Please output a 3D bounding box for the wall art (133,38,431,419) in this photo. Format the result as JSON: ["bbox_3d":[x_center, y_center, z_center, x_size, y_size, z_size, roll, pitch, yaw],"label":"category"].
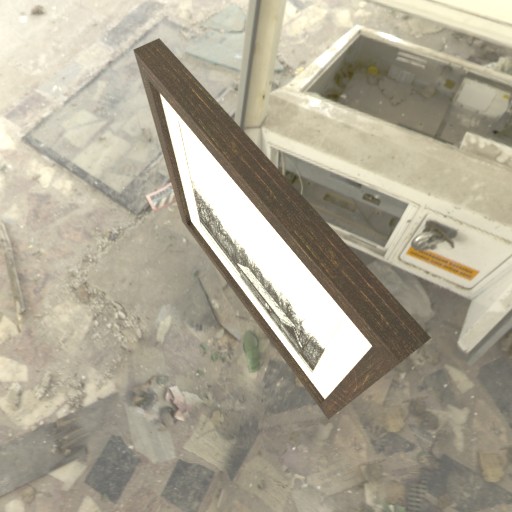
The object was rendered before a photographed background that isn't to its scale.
[{"bbox_3d":[0.000,0.000,0.523,0.031,0.330,0.381,-33,68,-15],"label":"wall art"}]
